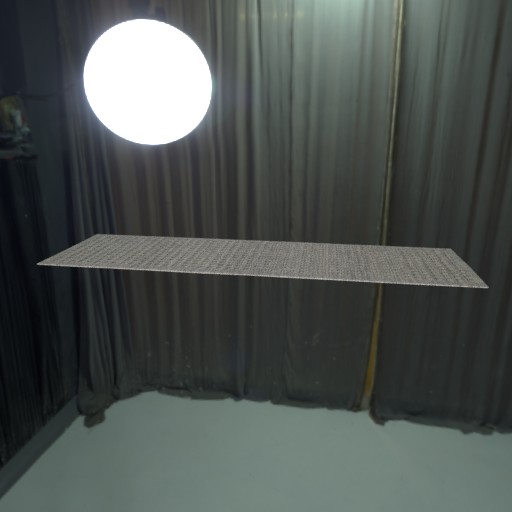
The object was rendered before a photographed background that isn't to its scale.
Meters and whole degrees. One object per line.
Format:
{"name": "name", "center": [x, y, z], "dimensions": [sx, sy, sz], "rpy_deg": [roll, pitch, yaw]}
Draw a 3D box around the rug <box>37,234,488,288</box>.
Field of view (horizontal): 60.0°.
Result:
{"name": "rug", "center": [0.000, 0.000, 2.702], "dimensions": [2.443, 0.009, 0.706], "rpy_deg": [3, 17, 9]}
